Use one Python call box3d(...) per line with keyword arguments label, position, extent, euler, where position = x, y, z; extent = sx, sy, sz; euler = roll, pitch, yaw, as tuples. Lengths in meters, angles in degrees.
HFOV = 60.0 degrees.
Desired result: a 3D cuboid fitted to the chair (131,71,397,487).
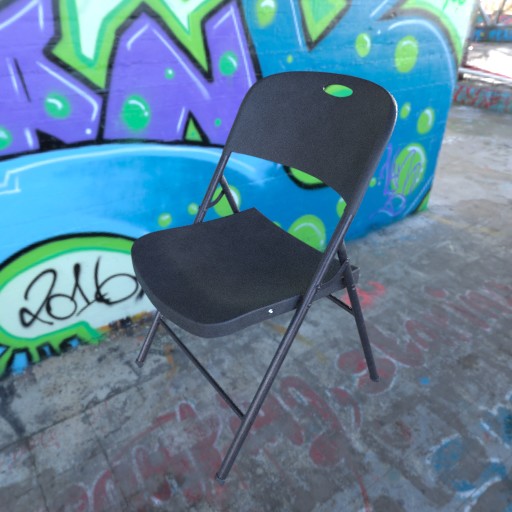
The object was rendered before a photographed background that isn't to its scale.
box3d(label="chair", position=(0.000, 0.000, 1.123), extent=(0.567, 0.810, 0.494), euler=(-21, 37, -30))
